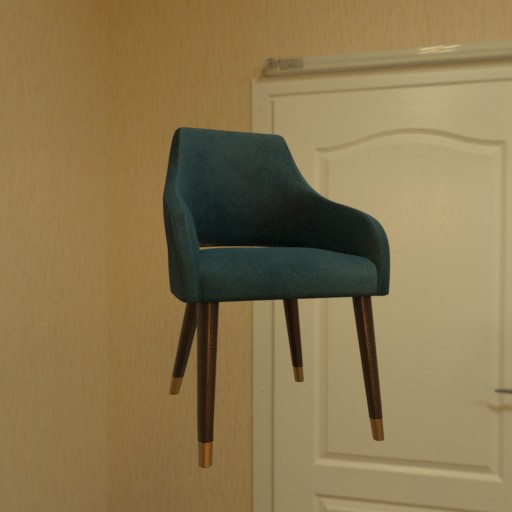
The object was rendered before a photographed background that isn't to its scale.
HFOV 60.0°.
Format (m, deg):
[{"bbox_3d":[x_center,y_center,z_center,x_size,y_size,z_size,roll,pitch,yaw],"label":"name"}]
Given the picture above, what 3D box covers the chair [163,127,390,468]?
[{"bbox_3d":[0.000,0.000,1.594,0.683,1.081,0.794,0,1,-18],"label":"chair"}]
